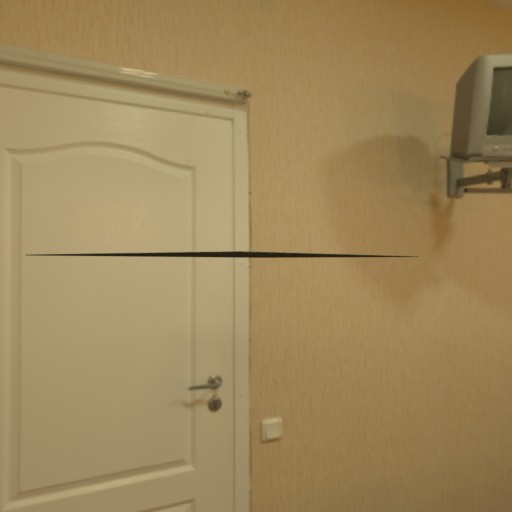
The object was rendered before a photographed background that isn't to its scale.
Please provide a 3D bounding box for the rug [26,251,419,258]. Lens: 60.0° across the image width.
[{"bbox_3d":[0.000,0.000,4.276,2.190,0.008,3.371,0,-1,35],"label":"rug"}]
